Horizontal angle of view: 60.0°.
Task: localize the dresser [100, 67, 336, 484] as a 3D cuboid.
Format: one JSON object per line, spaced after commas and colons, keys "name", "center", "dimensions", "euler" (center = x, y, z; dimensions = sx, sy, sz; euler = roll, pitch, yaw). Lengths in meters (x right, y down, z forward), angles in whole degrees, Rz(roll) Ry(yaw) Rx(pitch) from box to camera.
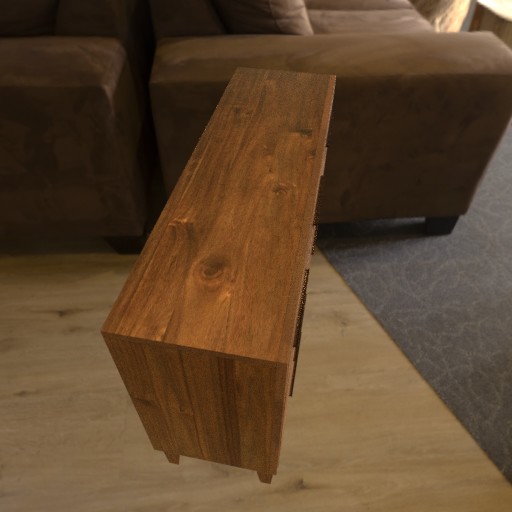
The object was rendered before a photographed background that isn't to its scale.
{"name": "dresser", "center": [0.000, 0.000, 1.761], "dimensions": [0.446, 0.873, 1.400], "euler": [8, 47, 8]}
